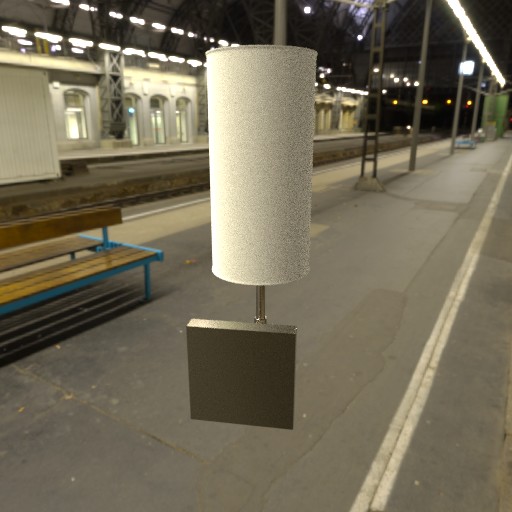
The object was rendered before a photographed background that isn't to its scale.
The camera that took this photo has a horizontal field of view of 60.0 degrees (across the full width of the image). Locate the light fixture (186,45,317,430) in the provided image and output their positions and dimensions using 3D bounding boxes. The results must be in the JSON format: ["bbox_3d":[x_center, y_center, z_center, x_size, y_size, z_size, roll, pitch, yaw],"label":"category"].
[{"bbox_3d":[0.000,0.000,0.539,0.128,0.462,0.208,3,17,9],"label":"light fixture"}]
